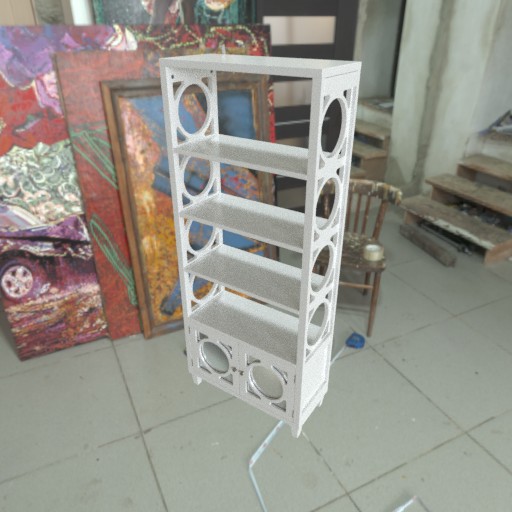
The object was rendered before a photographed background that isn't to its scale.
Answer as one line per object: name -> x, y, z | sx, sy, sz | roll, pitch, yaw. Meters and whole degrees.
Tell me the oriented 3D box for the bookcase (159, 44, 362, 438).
bookcase -> 0.000, 0.000, 2.203 | 0.761, 1.869, 0.361 | 18, 33, 30
